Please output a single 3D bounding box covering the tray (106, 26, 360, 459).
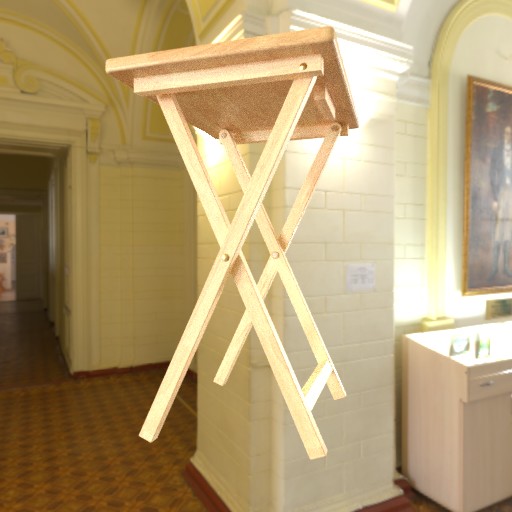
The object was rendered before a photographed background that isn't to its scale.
[{"bbox_3d":[0.000,0.000,0.915,0.381,0.660,0.483,0,1,17],"label":"tray"}]
